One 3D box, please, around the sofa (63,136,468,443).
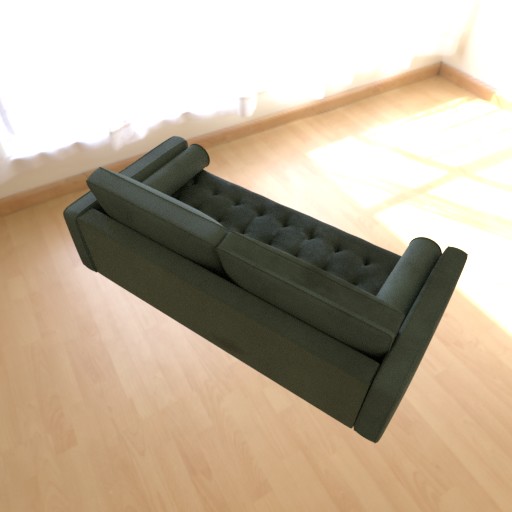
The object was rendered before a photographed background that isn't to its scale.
[{"bbox_3d":[0.000,0.000,2.340,1.880,0.772,0.916,27,52,23],"label":"sofa"}]
